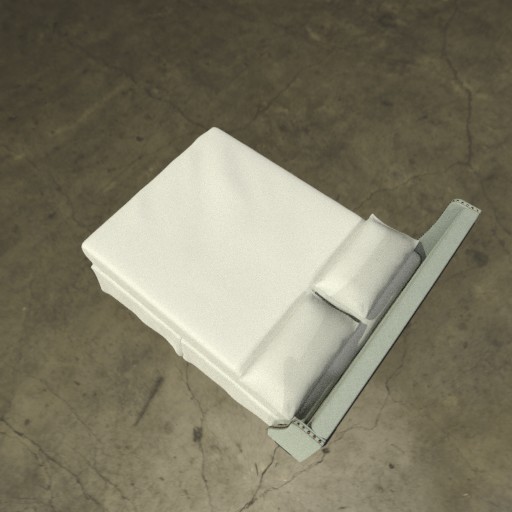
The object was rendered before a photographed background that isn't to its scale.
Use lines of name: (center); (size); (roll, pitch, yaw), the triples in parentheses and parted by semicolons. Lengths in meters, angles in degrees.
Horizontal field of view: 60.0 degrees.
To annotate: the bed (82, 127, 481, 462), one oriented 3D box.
bed: (0.000, 0.000, 3.256); (2.237, 1.407, 1.710); (35, 68, 17)
